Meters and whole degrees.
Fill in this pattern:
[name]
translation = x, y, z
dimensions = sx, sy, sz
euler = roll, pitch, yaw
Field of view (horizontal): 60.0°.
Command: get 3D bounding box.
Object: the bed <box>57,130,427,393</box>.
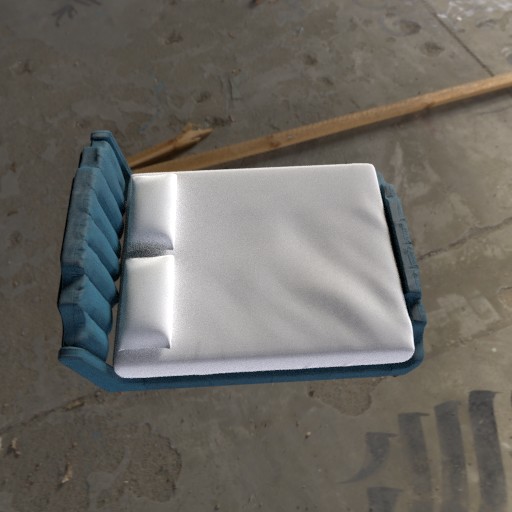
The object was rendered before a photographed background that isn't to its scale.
[bed]
translation = 0.000, 0.000, 3.286
dimensions = 2.322, 1.351, 1.676
euler = -3, 63, -1
